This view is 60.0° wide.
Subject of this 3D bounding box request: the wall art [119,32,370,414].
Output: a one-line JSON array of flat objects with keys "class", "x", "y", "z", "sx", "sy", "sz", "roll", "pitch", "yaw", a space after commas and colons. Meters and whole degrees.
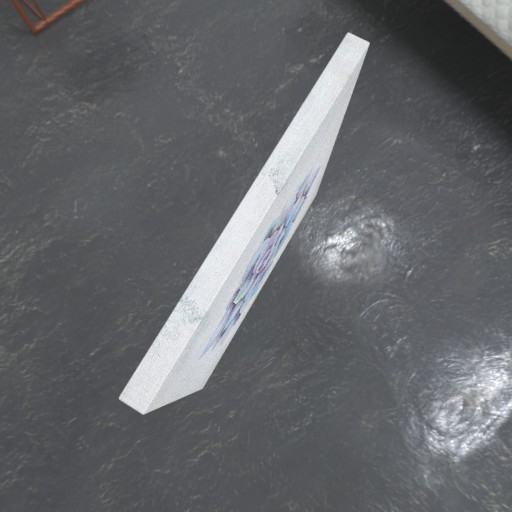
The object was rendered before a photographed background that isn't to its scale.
[{"class": "wall art", "x": 0.000, "y": 0.000, "z": 0.900, "sx": 0.040, "sy": 0.612, "sz": 0.612, "roll": 29, "pitch": 78, "yaw": 7}]
